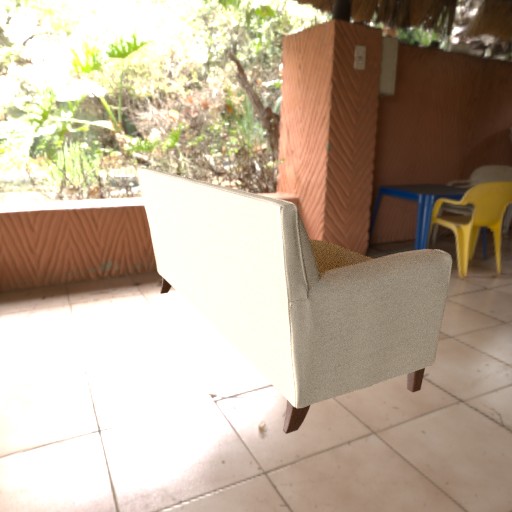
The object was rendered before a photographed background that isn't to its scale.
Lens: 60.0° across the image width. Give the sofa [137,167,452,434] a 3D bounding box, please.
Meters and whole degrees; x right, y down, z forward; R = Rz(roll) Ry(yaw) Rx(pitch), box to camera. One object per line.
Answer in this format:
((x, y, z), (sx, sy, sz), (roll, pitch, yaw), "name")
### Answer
((0.000, 0.000, 2.490), (0.841, 0.907, 2.001), (-7, 16, -26), "sofa")
